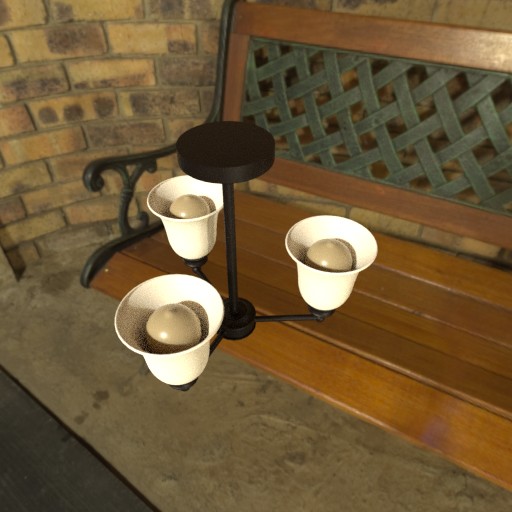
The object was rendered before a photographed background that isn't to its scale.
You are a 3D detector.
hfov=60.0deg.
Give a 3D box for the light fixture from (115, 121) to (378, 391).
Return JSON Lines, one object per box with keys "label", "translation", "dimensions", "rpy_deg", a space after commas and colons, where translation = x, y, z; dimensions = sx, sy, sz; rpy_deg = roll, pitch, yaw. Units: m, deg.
{"label": "light fixture", "translation": [0.000, 0.000, 0.662], "dimensions": [0.354, 0.370, 0.388], "rpy_deg": [-1, 41, -1]}
